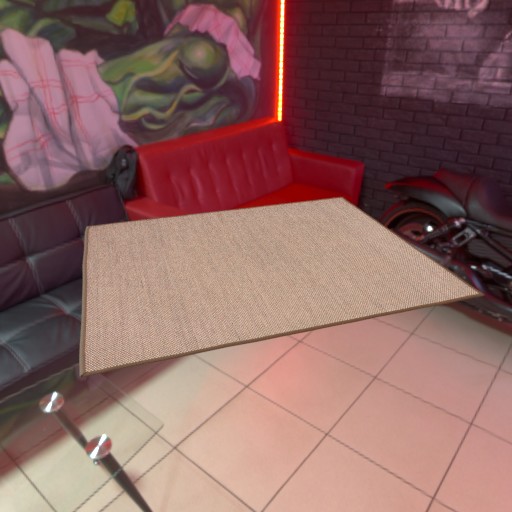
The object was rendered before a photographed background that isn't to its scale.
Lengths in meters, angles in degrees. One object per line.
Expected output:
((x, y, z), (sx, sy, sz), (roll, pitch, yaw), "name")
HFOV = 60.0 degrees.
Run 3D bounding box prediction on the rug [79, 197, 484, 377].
((0.000, 0.000, 4.097), (3.041, 0.020, 2.413), (-8, 28, -16), "rug")
